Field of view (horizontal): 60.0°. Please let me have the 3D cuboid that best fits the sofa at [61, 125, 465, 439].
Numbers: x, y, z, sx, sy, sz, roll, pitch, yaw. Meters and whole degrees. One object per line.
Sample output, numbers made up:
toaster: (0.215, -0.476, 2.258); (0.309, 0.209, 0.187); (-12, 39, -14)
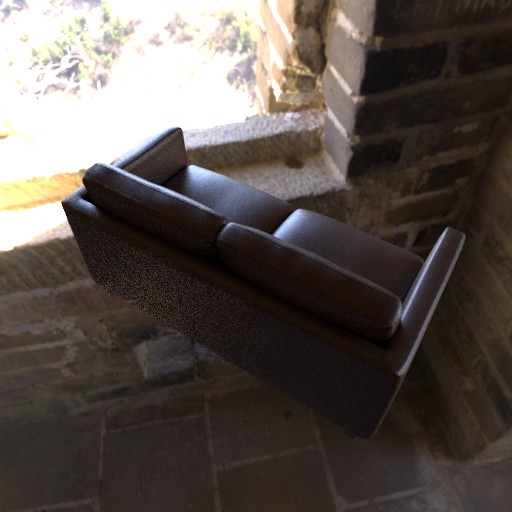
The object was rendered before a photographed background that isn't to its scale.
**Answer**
sofa: (0.000, 0.000, 2.450); (1.883, 0.933, 0.951); (25, 52, 21)
